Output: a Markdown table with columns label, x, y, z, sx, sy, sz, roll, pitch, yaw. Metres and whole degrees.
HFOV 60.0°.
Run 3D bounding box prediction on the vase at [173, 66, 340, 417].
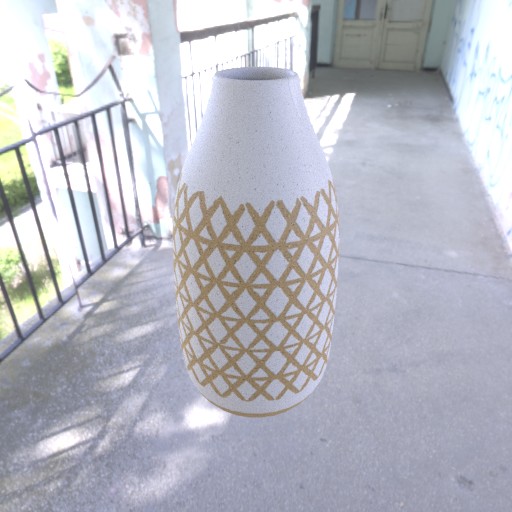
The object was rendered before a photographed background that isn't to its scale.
| label | x | y | z | sx | sy | sz | roll | pitch | yaw |
| --- | --- | --- | --- | --- | --- | --- | --- | --- | --- |
| vase | 0.000 | 0.000 | 0.492 | 0.186 | 0.380 | 0.186 | 0 | 32 | 0 |
